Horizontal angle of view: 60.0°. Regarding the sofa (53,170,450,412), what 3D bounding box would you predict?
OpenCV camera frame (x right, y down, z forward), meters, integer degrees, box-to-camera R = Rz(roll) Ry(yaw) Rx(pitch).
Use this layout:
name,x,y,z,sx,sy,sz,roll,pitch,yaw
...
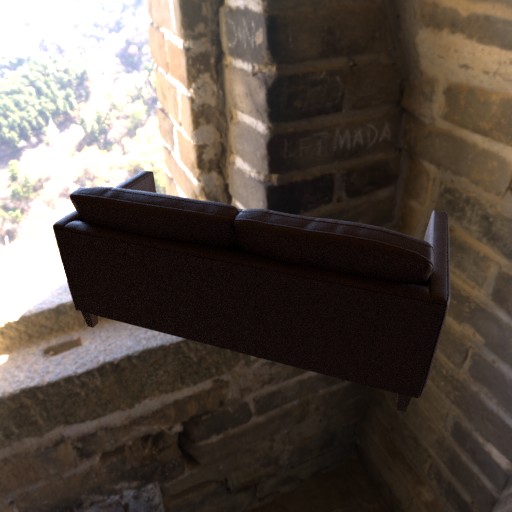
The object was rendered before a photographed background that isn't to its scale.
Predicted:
name,x,y,z,sx,sy,sz,roll,pitch,yaw
sofa,0.000,0.000,2.514,1.971,0.863,0.923,11,32,17
